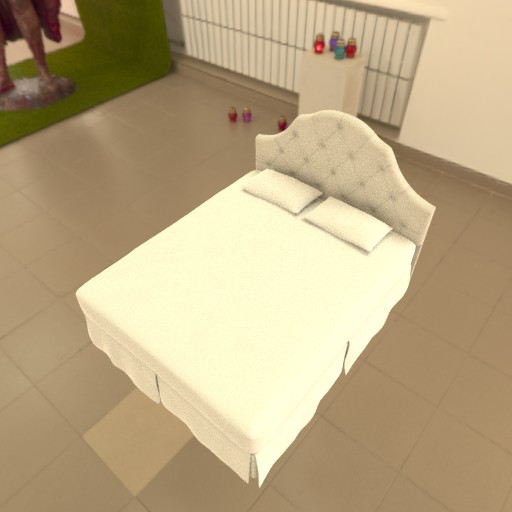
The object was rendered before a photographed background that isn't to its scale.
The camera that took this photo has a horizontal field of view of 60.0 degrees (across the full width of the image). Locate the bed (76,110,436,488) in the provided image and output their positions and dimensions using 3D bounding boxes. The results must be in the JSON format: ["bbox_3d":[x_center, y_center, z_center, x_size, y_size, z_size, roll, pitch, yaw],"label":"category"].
[{"bbox_3d":[0.000,0.000,3.739,2.039,1.617,2.477,30,52,27],"label":"bed"}]
